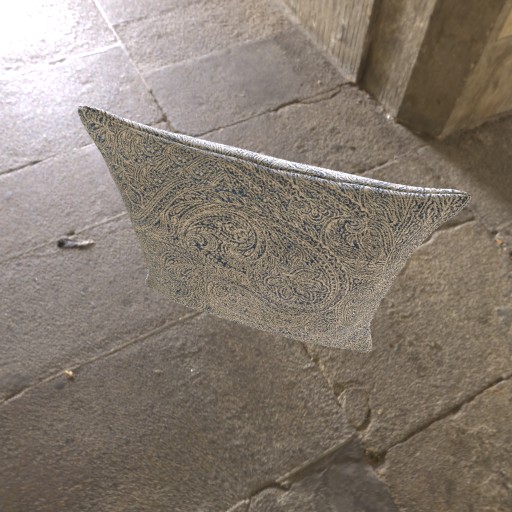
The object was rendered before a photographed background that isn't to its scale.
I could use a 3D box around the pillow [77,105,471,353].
[{"bbox_3d":[0.000,0.000,0.769,0.523,0.510,0.166,15,60,9],"label":"pillow"}]
